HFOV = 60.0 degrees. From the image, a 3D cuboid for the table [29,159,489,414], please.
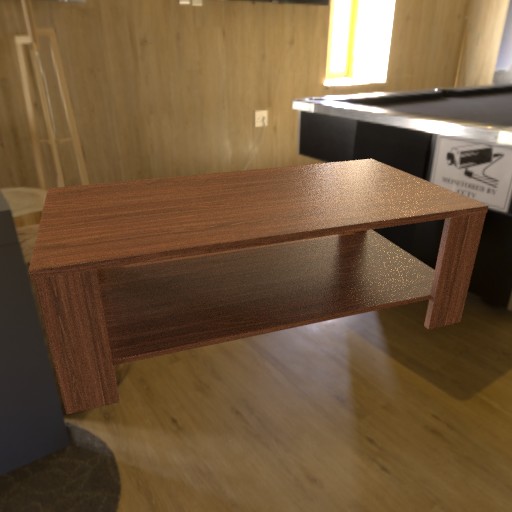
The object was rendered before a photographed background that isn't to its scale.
[{"bbox_3d":[0.000,0.000,1.430,1.200,0.400,0.600,-9,27,-17],"label":"table"}]
